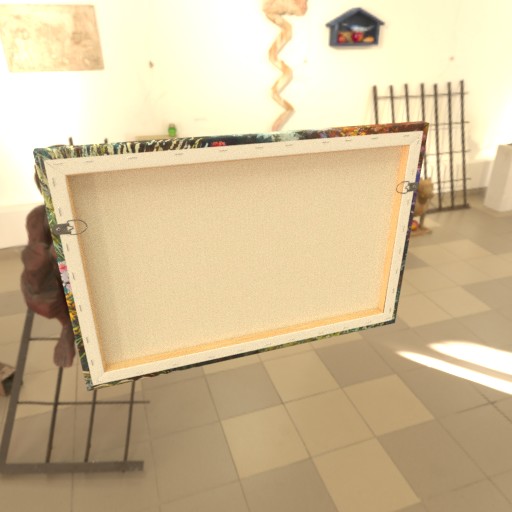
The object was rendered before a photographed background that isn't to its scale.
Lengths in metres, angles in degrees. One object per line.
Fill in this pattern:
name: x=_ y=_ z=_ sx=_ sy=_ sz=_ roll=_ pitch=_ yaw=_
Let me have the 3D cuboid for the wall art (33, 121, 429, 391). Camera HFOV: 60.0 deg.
wall art: x=0.000 y=0.000 z=1.406 sx=1.136 sy=0.760 sz=0.042 roll=-9 pitch=28 yaw=-17
